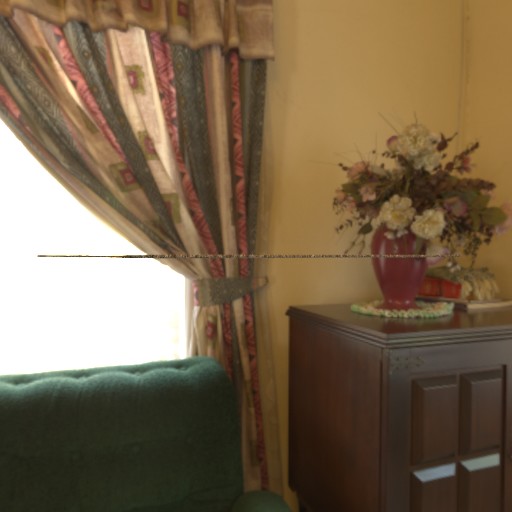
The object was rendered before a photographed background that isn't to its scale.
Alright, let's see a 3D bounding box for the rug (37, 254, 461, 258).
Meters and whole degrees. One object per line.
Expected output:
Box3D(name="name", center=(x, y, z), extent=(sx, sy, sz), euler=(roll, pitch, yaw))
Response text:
Box3D(name="rug", center=(0.000, 0.000, 2.241), extent=(1.808, 0.011, 1.189), euler=(0, 0, -37))
